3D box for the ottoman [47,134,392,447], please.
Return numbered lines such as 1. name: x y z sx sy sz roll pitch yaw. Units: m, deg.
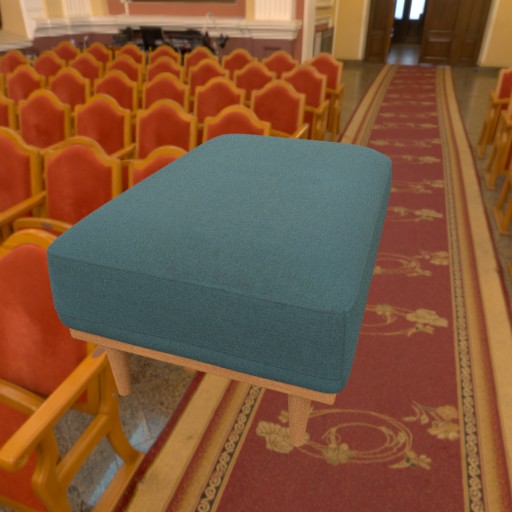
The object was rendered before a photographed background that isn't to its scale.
1. ottoman: 0.000 0.000 1.052 0.549 0.428 0.749 10 31 16
